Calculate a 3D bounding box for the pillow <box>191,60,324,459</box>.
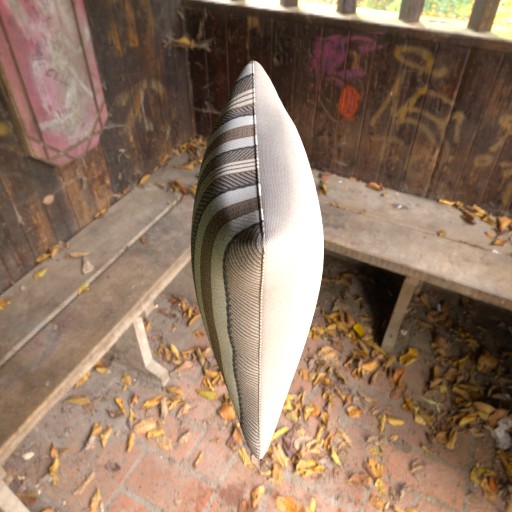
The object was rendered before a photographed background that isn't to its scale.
[{"bbox_3d":[0.000,0.000,0.629,0.173,0.401,0.416,-1,42,-1],"label":"pillow"}]
